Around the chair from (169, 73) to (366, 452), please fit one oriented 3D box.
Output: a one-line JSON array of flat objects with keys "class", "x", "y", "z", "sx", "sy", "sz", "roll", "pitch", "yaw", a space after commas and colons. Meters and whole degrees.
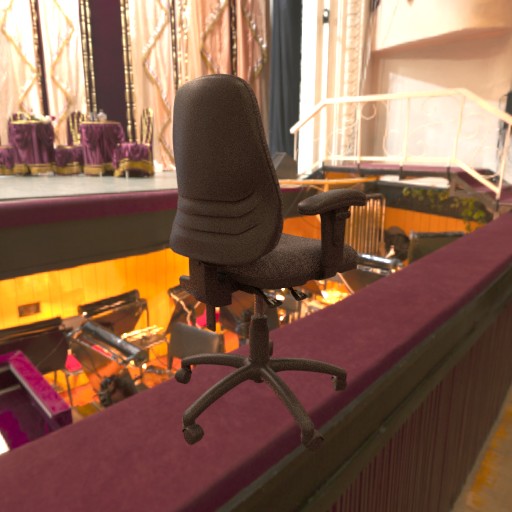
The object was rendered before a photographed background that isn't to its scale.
[{"class": "chair", "x": 0.000, "y": 0.000, "z": 1.232, "sx": 0.550, "sy": 0.910, "sz": 0.530, "roll": 13, "pitch": 19, "yaw": 43}]
